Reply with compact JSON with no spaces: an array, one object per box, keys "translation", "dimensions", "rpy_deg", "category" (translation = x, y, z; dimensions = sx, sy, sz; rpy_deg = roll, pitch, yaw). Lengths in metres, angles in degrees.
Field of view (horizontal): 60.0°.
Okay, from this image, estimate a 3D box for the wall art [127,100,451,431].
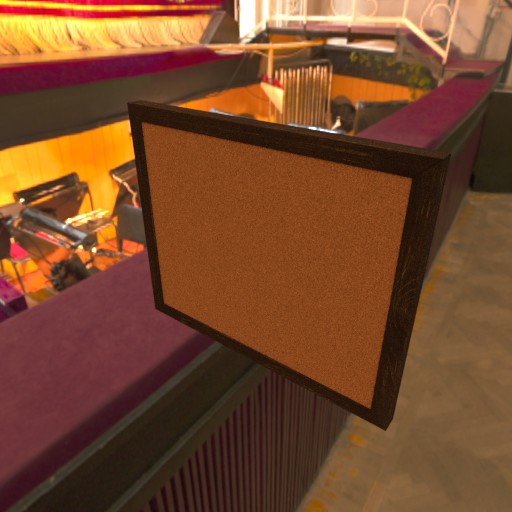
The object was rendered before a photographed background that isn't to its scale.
[{"translation":[0.000,0.000,0.774],"dimensions":[0.558,0.457,0.032],"rpy_deg":[20,35,32],"category":"wall art"}]
